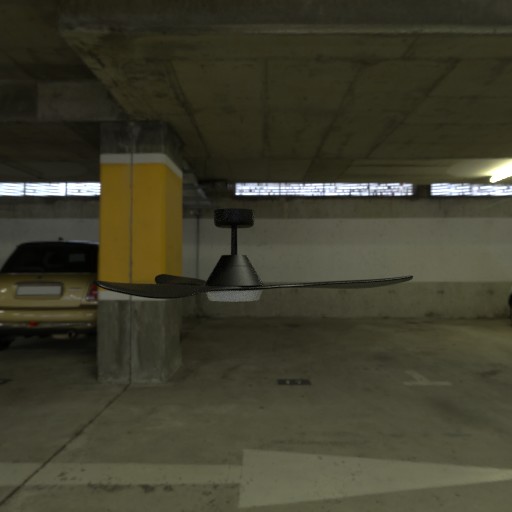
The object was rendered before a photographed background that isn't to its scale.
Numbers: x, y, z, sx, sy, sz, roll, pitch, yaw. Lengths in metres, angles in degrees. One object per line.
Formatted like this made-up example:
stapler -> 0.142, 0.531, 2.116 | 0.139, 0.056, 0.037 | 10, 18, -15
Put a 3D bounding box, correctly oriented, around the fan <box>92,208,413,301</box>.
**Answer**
fan -> 0.000, 0.000, 1.607 | 1.067, 0.305, 1.067 | 1, -2, -18
